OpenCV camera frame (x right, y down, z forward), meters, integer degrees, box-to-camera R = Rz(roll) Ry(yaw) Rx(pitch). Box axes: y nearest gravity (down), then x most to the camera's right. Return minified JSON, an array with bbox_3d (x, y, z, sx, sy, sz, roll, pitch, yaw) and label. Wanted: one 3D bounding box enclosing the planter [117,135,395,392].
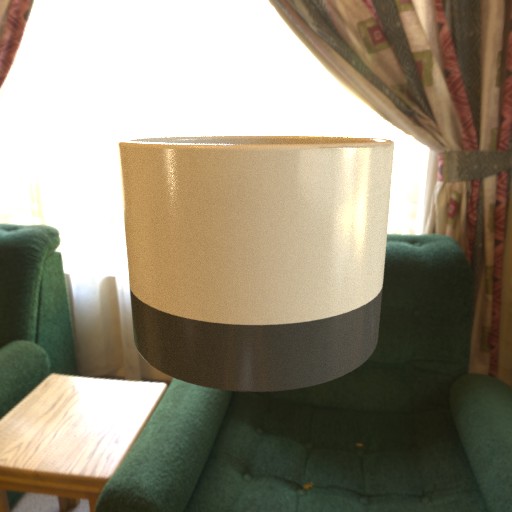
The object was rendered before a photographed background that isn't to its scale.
[{"bbox_3d":[0.000,0.000,0.346,0.193,0.177,0.193,0,17,0],"label":"planter"}]
